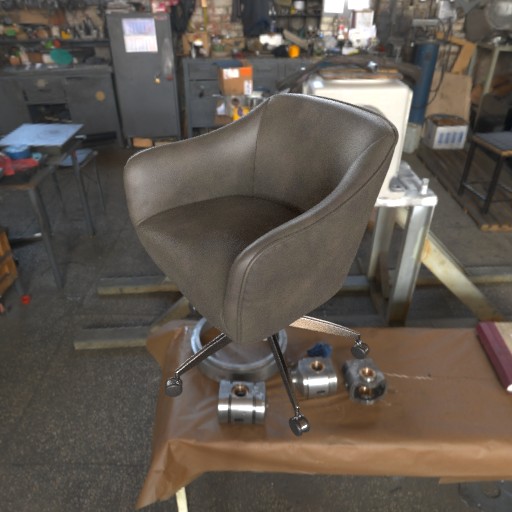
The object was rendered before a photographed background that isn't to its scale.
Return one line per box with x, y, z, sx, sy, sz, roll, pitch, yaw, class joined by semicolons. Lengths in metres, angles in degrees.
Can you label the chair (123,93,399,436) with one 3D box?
0.000;0.000;1.348;0.689;0.827;0.713;-20;37;-28;chair
